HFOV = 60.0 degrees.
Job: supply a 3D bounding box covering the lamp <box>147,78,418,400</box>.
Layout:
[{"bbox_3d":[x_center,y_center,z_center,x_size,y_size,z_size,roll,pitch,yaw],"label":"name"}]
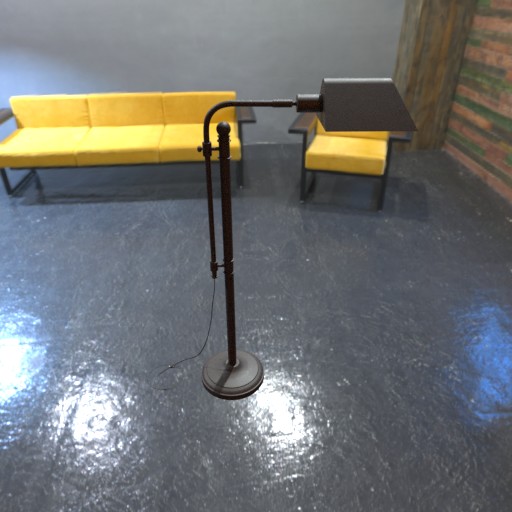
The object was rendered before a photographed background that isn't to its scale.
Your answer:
[{"bbox_3d":[0.000,0.000,0.940,0.545,0.708,0.159,-1,31,-1],"label":"lamp"}]
